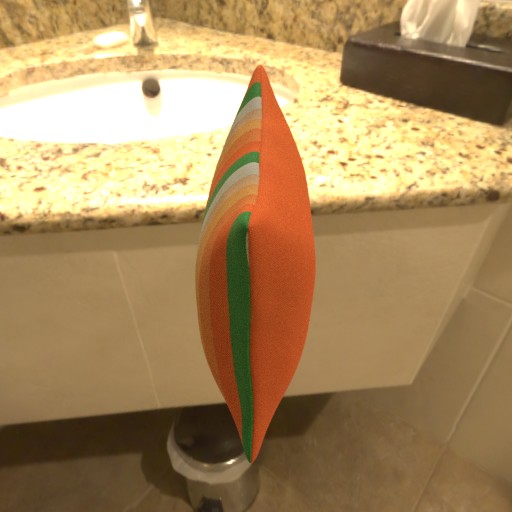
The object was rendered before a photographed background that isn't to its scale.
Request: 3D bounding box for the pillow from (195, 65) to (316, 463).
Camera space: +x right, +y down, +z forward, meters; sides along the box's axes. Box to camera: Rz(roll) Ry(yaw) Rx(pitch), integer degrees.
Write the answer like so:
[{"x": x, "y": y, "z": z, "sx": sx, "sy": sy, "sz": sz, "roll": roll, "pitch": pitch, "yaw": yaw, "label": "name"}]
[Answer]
[{"x": 0.000, "y": 0.000, "z": 0.694, "sx": 0.169, "sy": 0.444, "sz": 0.453, "roll": 1, "pitch": 40, "yaw": 1, "label": "pillow"}]
